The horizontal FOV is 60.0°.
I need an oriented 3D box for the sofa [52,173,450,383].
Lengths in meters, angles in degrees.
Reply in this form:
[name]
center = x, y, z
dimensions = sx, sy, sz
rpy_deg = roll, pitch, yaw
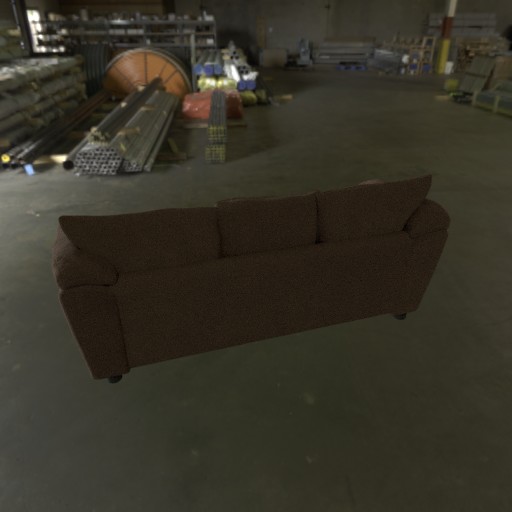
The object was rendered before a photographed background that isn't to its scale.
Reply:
[sofa]
center = 0.000, 0.000, 2.844
dimensions = 2.336, 1.015, 0.878
rpy_deg = -9, 29, -16
